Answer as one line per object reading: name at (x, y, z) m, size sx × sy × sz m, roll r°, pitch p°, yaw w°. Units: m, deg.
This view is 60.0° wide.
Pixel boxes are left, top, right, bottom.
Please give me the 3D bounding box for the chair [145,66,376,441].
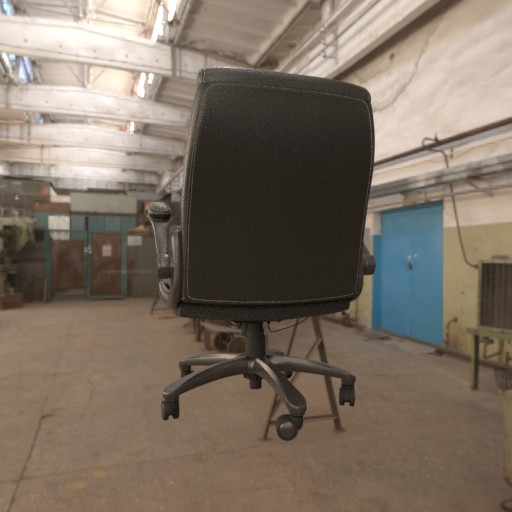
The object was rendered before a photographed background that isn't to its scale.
chair at (0.000, 0.000, 1.635) m, size 0.782 × 1.110 × 0.724 m, roll 0°, pitch 1°, yaw -17°
